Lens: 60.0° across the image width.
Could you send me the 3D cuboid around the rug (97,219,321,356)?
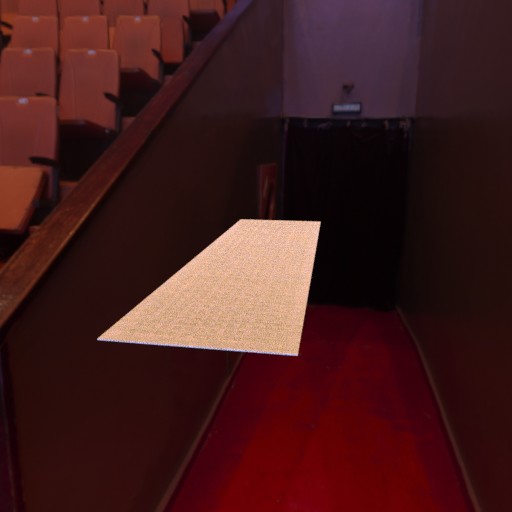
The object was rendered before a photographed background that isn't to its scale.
[{"bbox_3d":[0.000,0.000,2.625,0.686,0.006,2.437,2,15,9],"label":"rug"}]
